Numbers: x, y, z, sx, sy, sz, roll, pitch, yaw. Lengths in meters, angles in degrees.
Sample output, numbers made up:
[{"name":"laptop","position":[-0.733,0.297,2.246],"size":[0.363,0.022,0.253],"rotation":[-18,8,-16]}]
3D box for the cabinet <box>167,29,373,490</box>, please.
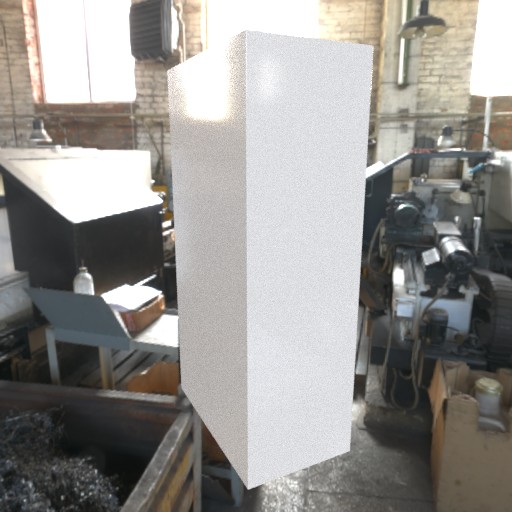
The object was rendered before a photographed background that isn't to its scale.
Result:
[{"name":"cabinet","position":[0.000,0.000,2.336],"size":[0.580,1.920,0.980],"rotation":[-7,15,-26]}]
